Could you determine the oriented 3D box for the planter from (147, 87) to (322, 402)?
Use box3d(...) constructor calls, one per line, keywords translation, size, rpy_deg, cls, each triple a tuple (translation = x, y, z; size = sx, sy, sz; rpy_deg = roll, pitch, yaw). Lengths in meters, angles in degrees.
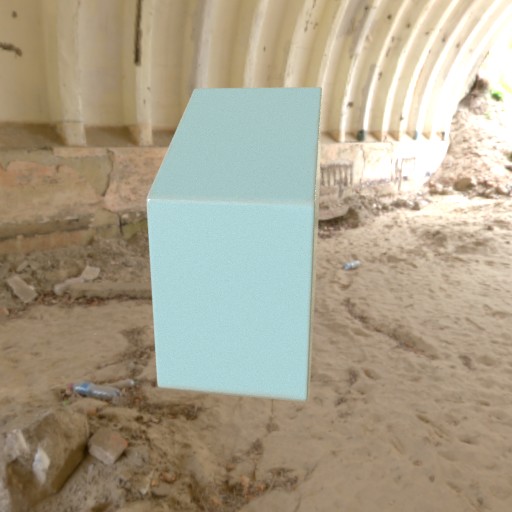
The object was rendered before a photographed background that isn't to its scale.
box3d(translation=(0.000, 0.000, 0.289), size=(0.078, 0.207, 0.169), rpy_deg=(2, 15, 8), cls="planter")
